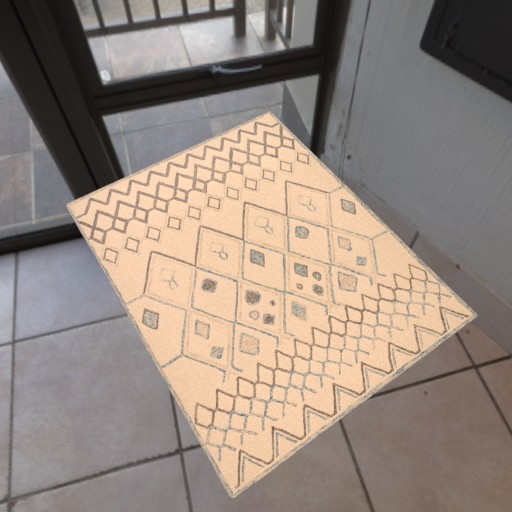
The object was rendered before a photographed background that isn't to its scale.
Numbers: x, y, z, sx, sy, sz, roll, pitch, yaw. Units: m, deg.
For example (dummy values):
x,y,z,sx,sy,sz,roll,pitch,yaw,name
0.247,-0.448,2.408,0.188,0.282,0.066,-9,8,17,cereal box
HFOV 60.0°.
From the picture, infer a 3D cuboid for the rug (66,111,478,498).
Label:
x,y,z,sx,sy,sz,roll,pitch,yaw,name
0.000,0.000,4.025,2.441,0.013,3.056,-30,63,-17,rug
